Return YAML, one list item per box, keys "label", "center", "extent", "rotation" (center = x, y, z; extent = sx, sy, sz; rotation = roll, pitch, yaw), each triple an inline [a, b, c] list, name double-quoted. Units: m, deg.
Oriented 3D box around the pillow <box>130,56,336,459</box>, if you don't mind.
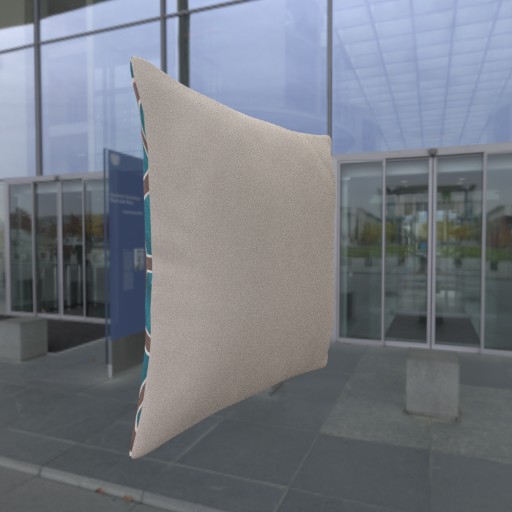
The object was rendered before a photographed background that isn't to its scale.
- label: "pillow"
  center: [0.000, 0.000, 0.765]
  extent: [0.166, 0.507, 0.526]
  rotation: [1, 2, 36]
